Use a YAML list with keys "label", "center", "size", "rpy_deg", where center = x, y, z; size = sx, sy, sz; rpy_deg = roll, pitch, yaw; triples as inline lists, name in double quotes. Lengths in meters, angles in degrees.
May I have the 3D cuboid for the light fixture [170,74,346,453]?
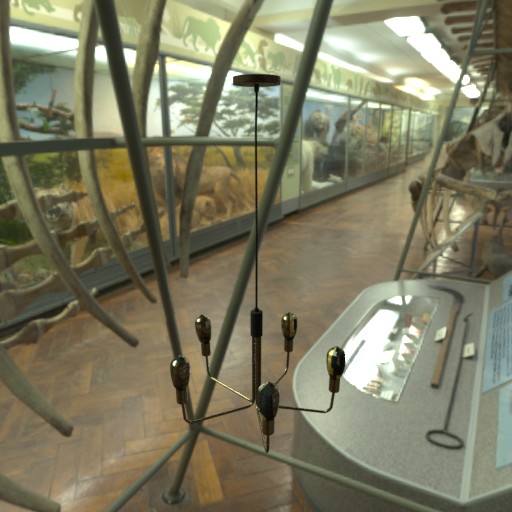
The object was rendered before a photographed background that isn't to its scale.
- label: "light fixture"
  center: [0.000, 0.000, 1.413]
  size: [0.588, 1.059, 0.532]
  rpy_deg: [8, 18, 28]
